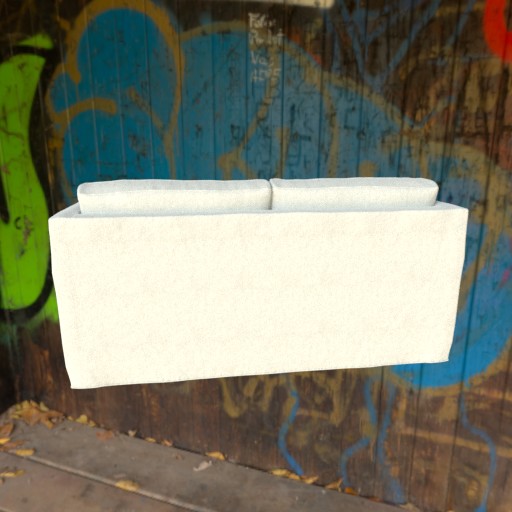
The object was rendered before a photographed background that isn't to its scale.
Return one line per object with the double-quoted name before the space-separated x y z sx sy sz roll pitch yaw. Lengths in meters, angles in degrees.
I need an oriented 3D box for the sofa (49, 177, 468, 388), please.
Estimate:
"sofa" 0.000 0.000 2.262 1.727 0.830 0.944 -2 15 -8
